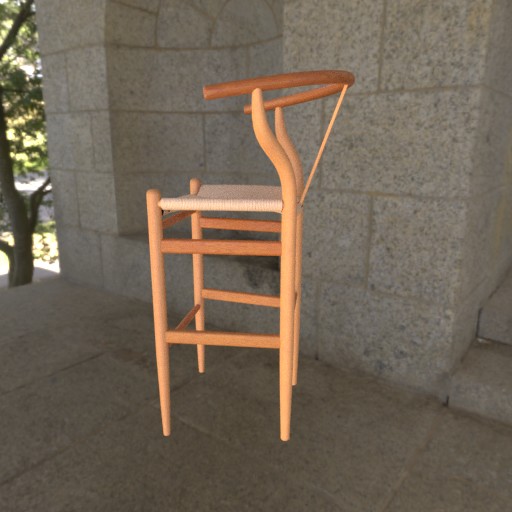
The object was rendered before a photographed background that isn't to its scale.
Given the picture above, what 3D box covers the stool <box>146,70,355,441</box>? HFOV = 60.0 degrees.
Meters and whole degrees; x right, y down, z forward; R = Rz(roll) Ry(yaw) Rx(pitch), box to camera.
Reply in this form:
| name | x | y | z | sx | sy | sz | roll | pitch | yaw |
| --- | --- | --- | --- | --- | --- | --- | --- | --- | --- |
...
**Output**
| name | x | y | z | sx | sy | sz | roll | pitch | yaw |
| --- | --- | --- | --- | --- | --- | --- | --- | --- | --- |
| stool | 0.000 | 0.000 | 1.408 | 0.561 | 1.068 | 0.574 | 2 | 14 | 9 |
